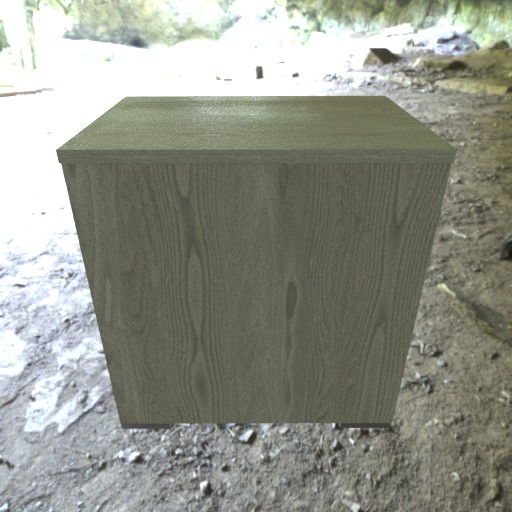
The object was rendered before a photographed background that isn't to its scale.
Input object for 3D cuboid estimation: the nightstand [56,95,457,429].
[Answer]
[{"bbox_3d":[0.000,0.000,0.744,0.442,0.461,0.325,0,30,0],"label":"nightstand"}]
